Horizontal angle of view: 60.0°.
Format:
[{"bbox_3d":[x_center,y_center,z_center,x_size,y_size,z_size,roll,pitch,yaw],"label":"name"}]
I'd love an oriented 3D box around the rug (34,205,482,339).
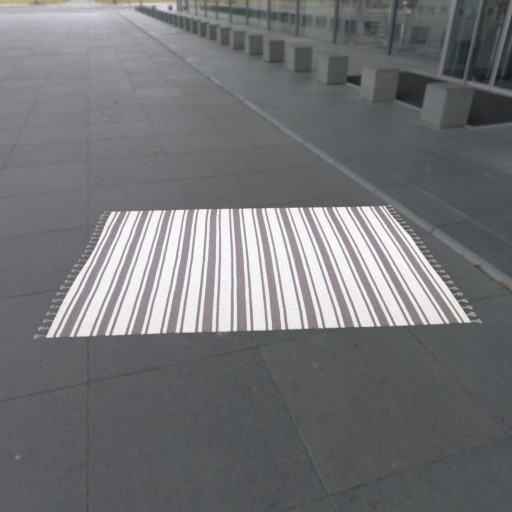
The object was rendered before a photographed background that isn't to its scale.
[{"bbox_3d":[0.000,0.000,3.032,2.425,0.014,1.563,-2,31,-3],"label":"rug"}]
